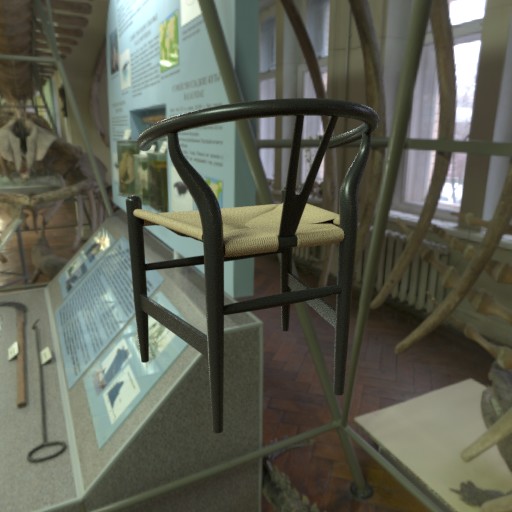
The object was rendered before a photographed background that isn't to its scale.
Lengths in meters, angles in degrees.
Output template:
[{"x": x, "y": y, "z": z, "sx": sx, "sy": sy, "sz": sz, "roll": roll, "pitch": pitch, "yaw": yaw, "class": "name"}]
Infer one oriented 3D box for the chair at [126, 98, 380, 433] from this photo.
[{"x": 0.000, "y": 0.000, "z": 1.157, "sx": 0.570, "sy": 0.739, "sz": 0.570, "roll": -7, "pitch": 17, "yaw": -26, "class": "chair"}]
